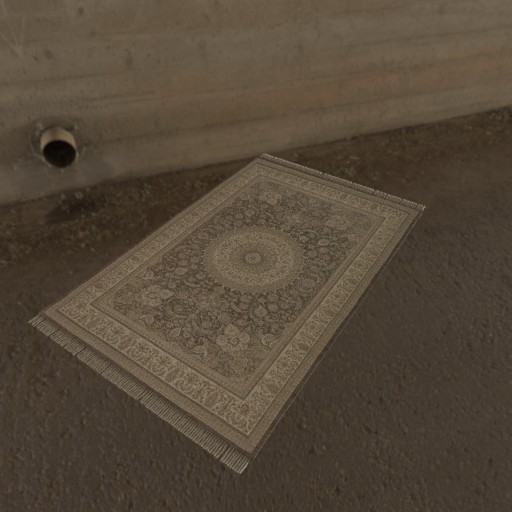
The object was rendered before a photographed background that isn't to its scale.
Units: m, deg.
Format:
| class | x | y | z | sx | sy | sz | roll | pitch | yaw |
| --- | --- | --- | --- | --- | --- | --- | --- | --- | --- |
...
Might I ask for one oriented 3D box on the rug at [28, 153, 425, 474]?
| class | x | y | z | sx | sy | sz | roll | pitch | yaw |
| --- | --- | --- | --- | --- | --- | --- | --- | --- | --- |
| rug | 0.000 | 0.000 | 2.983 | 1.528 | 0.010 | 2.440 | 24 | 47 | 25 |
